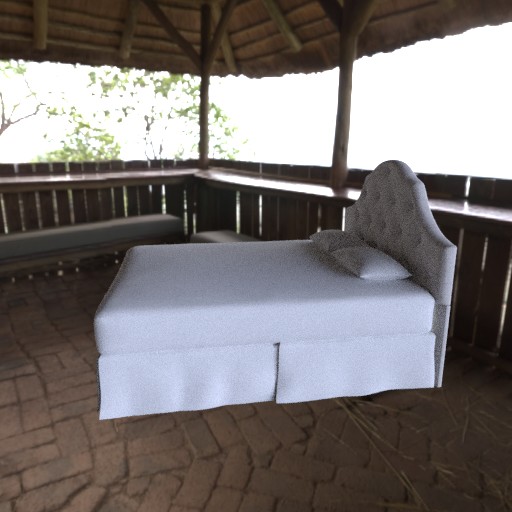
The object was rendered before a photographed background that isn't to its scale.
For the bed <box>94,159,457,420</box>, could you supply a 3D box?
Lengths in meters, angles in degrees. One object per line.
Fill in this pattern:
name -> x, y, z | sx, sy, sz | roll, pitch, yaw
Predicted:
bed -> 0.000, 0.000, 3.835 | 2.477, 1.617, 2.039 | -2, 15, -9
